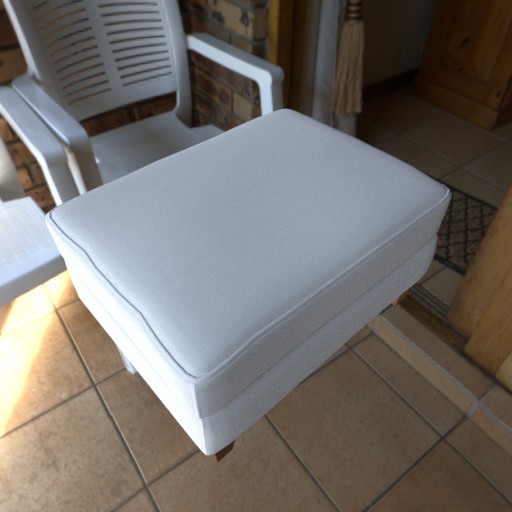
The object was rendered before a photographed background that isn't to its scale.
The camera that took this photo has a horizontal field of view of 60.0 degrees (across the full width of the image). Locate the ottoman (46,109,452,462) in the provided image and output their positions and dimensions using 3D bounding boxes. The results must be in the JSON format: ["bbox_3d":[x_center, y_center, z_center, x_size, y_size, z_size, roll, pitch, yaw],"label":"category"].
[{"bbox_3d":[0.000,0.000,1.193,0.818,0.479,0.634,-32,53,-28],"label":"ottoman"}]
